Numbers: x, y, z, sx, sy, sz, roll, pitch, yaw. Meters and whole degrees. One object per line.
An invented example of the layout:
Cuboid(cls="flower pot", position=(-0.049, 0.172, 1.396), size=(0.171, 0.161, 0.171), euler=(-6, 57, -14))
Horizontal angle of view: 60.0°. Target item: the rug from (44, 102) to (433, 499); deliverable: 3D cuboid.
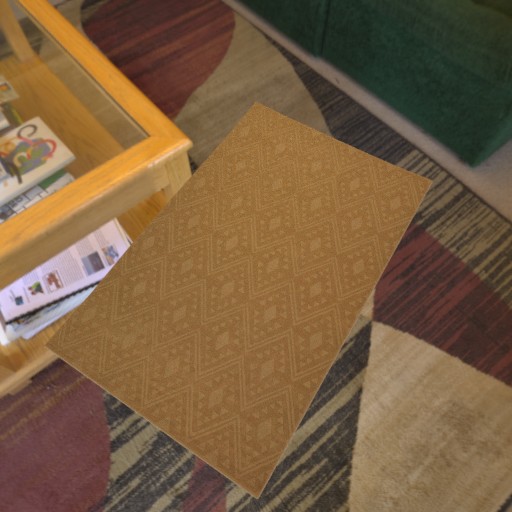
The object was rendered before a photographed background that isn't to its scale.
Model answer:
Cuboid(cls="rug", position=(0.000, 0.000, 2.993), size=(1.553, 0.053, 2.430), euler=(29, 66, 15))
